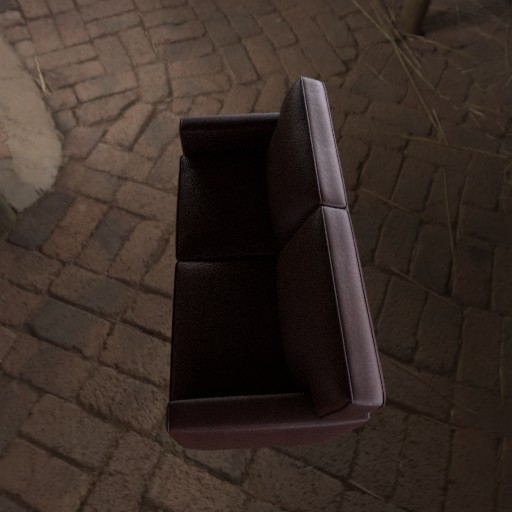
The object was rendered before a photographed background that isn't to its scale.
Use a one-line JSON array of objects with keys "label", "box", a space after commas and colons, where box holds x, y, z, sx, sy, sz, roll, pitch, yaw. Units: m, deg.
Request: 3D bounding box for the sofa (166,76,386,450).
[{"label": "sofa", "box": [0.000, 0.000, 2.411, 0.912, 0.928, 1.876, -3, 60, -2]}]
